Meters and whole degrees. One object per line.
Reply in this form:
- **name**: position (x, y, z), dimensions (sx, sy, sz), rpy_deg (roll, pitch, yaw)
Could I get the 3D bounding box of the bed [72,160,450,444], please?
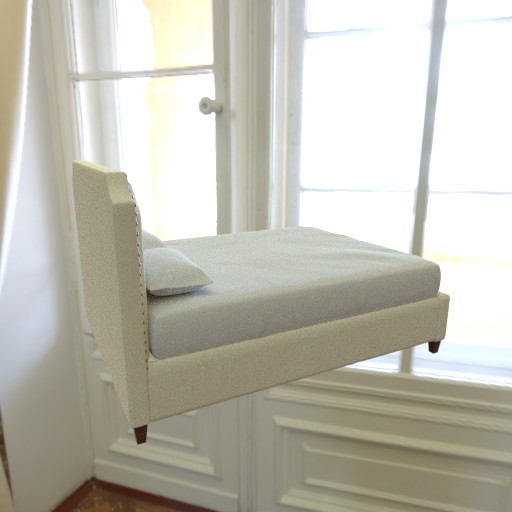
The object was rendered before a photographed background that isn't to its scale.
- **bed**: position (0.000, 0.000, 3.369), dimensions (2.329, 1.415, 1.703), rpy_deg (-8, 17, -27)
